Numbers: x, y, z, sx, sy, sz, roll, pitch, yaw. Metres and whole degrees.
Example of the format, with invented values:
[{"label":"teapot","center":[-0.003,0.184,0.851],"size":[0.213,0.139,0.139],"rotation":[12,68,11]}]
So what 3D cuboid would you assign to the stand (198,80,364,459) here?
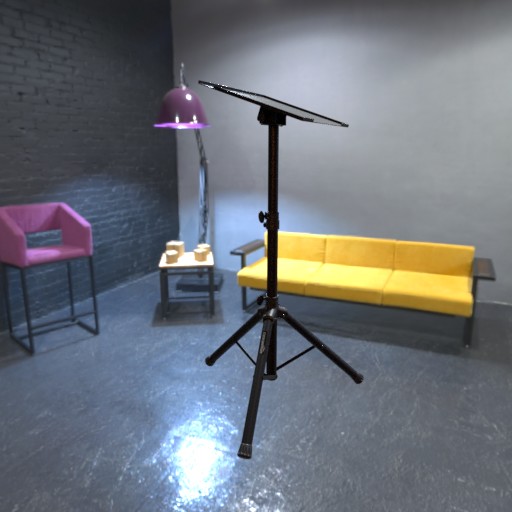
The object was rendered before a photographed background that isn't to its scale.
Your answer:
[{"label":"stand","center":[0.000,0.000,1.648],"size":[0.702,1.198,0.702],"rotation":[7,15,27]}]
